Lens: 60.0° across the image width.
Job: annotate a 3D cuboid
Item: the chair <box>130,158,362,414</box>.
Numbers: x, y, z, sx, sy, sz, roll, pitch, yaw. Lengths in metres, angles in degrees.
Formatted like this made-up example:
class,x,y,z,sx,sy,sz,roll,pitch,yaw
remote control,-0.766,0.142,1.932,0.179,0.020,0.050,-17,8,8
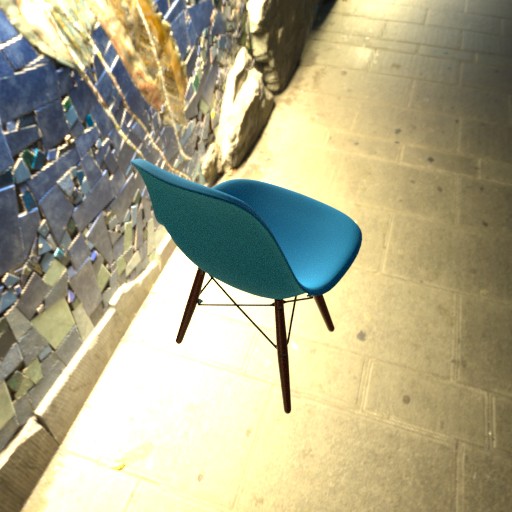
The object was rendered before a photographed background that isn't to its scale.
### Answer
class,x,y,z,sx,sy,sz,roll,pitch,yaw
chair,0.000,0.000,1.163,0.470,0.826,0.533,25,52,21
